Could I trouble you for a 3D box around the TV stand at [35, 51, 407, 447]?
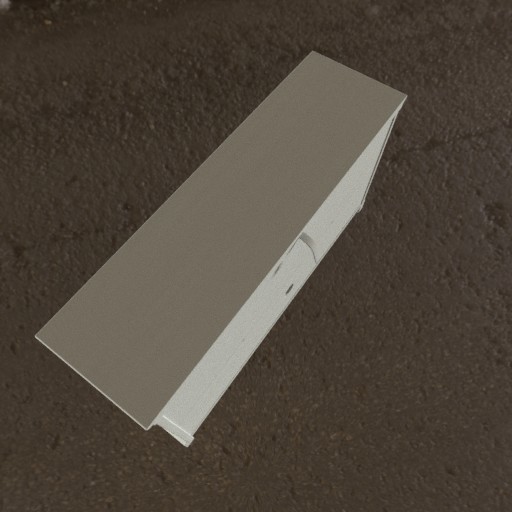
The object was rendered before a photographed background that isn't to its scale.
[{"bbox_3d":[0.000,0.000,1.459,0.424,0.624,1.187,33,68,15],"label":"TV stand"}]
